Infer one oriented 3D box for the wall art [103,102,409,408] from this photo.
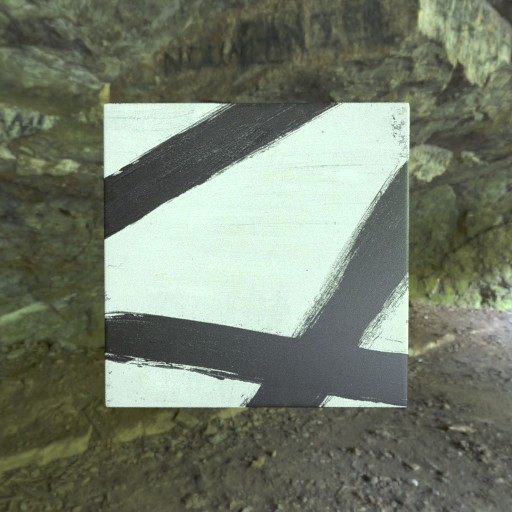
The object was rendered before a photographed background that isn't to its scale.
[{"bbox_3d":[0.000,0.000,0.762,0.507,0.508,0.050,0,1,0],"label":"wall art"}]
